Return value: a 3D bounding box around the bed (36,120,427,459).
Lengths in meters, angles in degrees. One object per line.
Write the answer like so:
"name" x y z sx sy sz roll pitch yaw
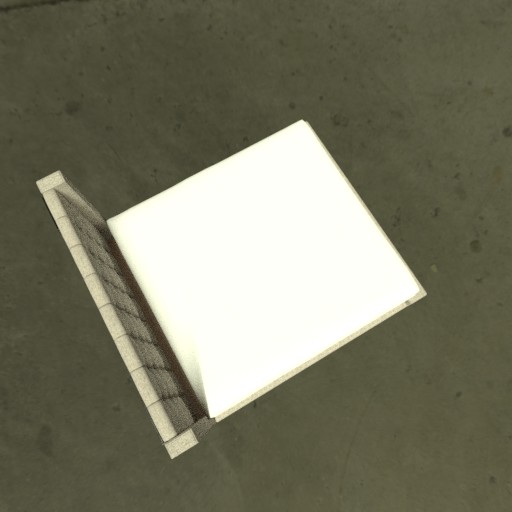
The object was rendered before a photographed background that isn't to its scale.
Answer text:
"bed" 0.000 0.000 3.804 2.372 1.748 2.044 -29 77 -8
